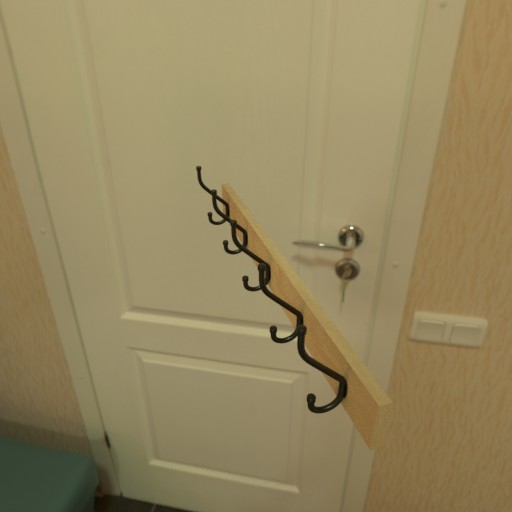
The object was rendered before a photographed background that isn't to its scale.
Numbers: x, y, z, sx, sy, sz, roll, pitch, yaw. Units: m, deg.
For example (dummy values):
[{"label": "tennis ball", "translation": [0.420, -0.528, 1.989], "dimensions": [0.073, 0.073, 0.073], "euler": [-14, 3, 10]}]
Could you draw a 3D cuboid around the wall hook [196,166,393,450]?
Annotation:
[{"label": "wall hook", "translation": [0.000, 0.000, 0.616], "dimensions": [0.071, 0.117, 0.571], "euler": [-9, 31, -15]}]
